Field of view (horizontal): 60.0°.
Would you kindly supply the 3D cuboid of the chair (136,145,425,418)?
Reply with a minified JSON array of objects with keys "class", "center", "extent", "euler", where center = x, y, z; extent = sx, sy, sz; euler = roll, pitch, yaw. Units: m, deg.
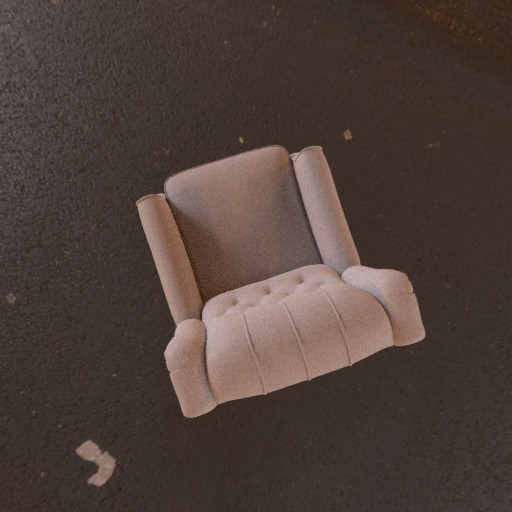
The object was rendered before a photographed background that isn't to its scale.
[{"class":"chair","center":[0.000,0.000,1.669],"extent":[0.742,1.035,0.902],"euler":[-18,78,-4]}]
